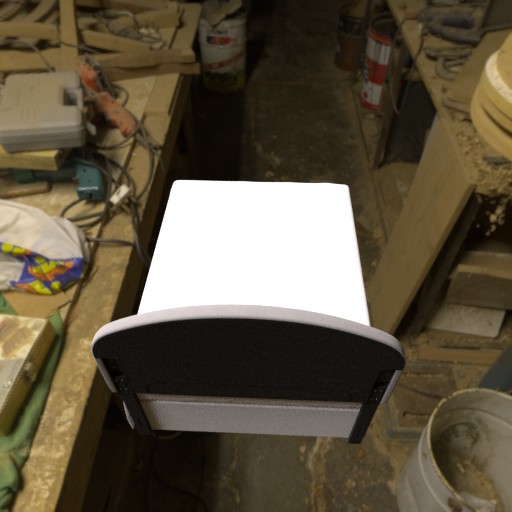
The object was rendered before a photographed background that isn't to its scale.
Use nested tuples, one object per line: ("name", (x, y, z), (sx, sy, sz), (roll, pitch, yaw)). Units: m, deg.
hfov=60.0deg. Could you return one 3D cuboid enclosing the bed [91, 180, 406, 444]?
("bed", (0.000, 0.000, 3.063), (1.607, 1.410, 2.005), (2, 47, 2))
